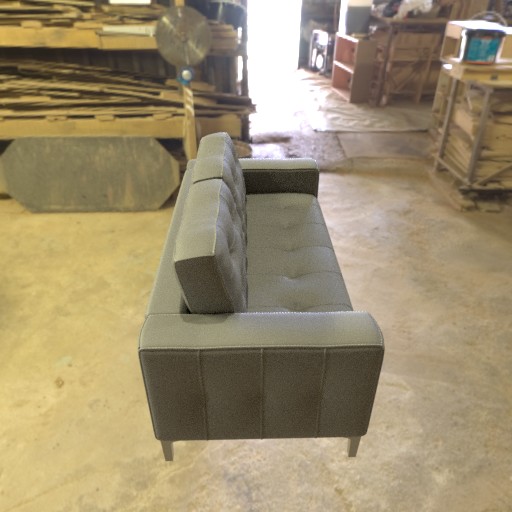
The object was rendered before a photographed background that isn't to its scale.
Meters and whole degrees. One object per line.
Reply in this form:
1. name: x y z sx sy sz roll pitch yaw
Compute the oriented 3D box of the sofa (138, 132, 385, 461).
1. sofa: 0.000 0.000 2.238 0.833 0.893 1.726 -1 33 -1
